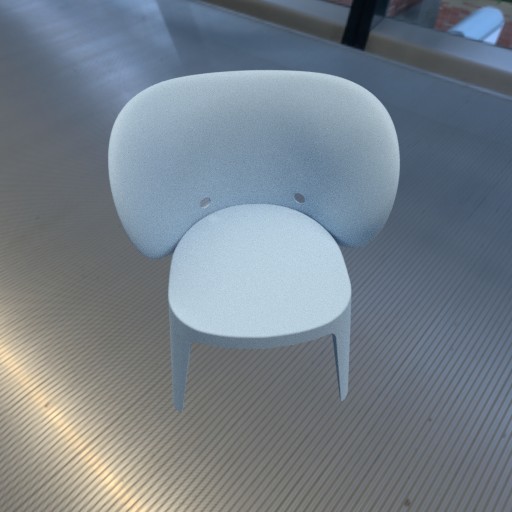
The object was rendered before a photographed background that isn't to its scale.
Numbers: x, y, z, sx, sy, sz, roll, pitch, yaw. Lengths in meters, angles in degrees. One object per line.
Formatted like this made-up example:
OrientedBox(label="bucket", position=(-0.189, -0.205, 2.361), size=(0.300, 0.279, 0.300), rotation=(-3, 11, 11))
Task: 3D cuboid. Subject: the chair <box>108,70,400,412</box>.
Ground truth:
OrientedBox(label="chair", position=(0.000, 0.000, 0.854), size=(0.451, 0.554, 0.402), rotation=(-3, 48, -3))
